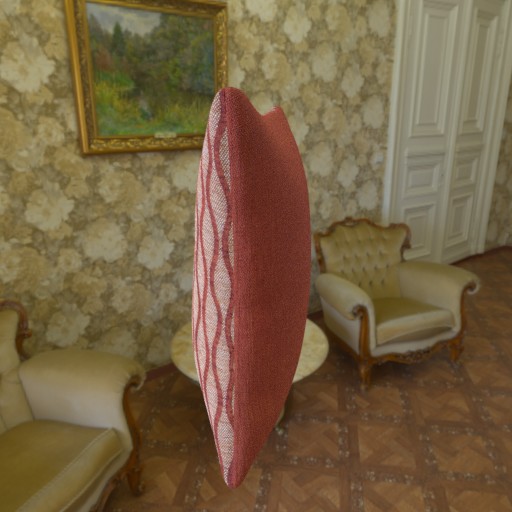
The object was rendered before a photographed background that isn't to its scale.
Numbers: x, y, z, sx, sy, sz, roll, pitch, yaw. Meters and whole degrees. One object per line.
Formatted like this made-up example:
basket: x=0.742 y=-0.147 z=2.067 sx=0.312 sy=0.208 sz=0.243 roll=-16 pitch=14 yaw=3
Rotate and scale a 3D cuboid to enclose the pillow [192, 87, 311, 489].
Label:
pillow: x=0.000 y=0.000 z=0.646 sx=0.159 sy=0.434 sz=0.429 roll=2 pitch=17 yaw=7
